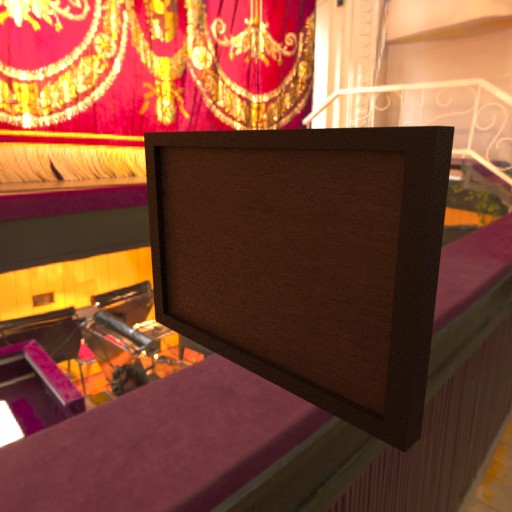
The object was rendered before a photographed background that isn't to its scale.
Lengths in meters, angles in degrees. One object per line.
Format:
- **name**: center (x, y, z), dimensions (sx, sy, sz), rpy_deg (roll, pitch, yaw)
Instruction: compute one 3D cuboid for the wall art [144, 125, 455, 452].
- **wall art**: center (0.000, 0.000, 0.834), dimensions (0.051, 0.456, 0.671), rpy_deg (-14, 20, -42)
